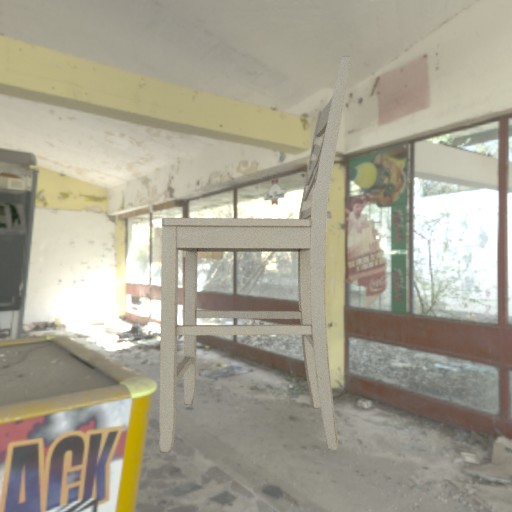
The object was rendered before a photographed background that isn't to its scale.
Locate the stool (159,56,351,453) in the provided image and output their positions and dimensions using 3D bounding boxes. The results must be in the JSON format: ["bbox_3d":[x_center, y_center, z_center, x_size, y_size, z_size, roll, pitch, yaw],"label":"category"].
[{"bbox_3d":[0.000,0.000,1.418,0.539,1.079,0.462,0,-1,0],"label":"stool"}]
